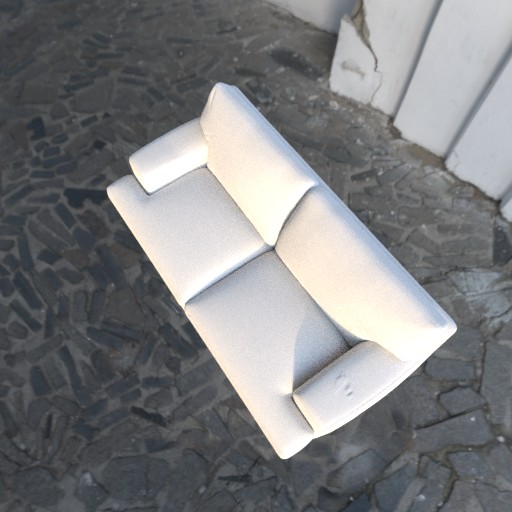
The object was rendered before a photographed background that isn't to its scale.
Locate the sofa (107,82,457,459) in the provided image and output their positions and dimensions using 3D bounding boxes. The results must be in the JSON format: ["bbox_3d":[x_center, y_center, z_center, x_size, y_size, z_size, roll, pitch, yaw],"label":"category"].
[{"bbox_3d":[0.000,0.000,2.872,1.143,0.940,2.261,-32,68,-15],"label":"sofa"}]
